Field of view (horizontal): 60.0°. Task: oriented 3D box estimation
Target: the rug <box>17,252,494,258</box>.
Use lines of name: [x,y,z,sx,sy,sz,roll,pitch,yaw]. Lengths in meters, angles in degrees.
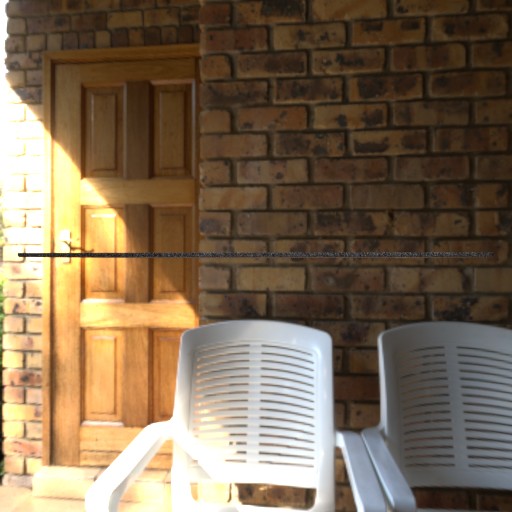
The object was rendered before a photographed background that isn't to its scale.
rug: [0.000,0.000,3.400,2.699,0.026,1.802,0,0,1]
